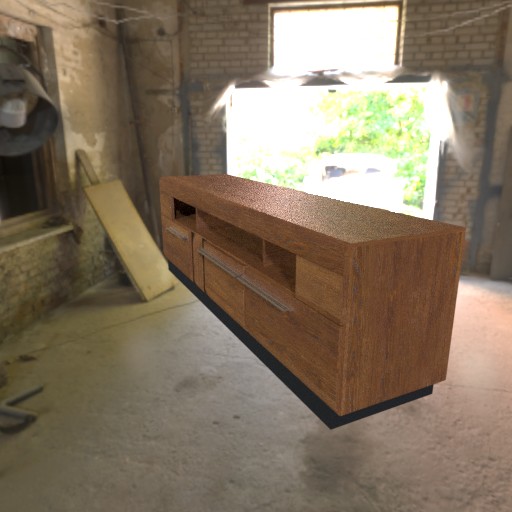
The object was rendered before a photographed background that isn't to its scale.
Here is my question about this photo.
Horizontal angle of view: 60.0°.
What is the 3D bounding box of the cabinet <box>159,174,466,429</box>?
[{"bbox_3d":[0.000,0.000,1.817,0.419,0.510,1.600,-8,18,-25],"label":"cabinet"}]
